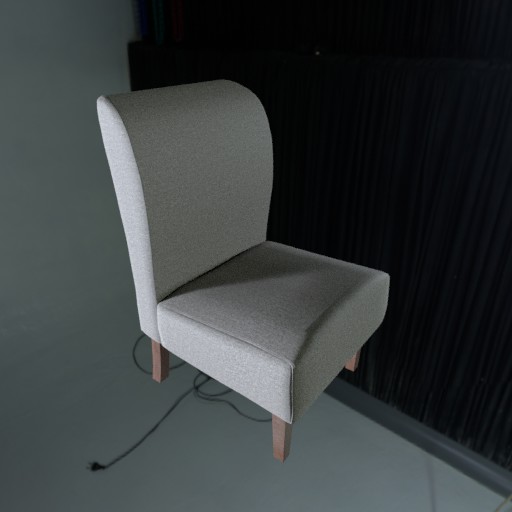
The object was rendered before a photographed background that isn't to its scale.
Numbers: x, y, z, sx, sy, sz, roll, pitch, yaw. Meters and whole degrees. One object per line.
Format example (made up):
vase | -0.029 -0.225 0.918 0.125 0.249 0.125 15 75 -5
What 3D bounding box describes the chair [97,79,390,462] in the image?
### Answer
chair | 0.000 0.000 1.174 0.592 0.804 0.513 19 33 32
